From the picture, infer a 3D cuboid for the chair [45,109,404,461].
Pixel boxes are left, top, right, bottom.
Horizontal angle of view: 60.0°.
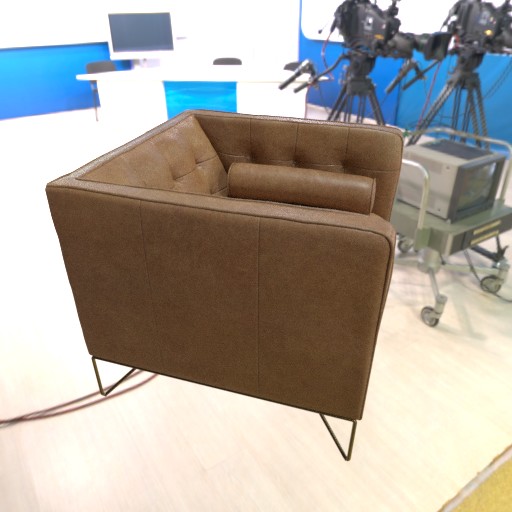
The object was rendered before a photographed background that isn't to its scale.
[{"bbox_3d":[0.000,0.000,1.607,0.912,0.797,0.920,9,32,15],"label":"chair"}]
